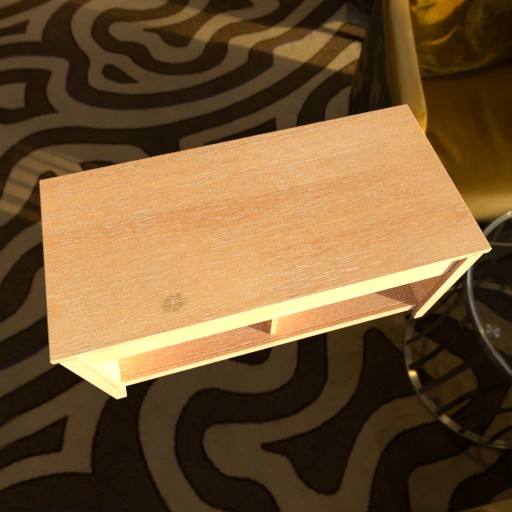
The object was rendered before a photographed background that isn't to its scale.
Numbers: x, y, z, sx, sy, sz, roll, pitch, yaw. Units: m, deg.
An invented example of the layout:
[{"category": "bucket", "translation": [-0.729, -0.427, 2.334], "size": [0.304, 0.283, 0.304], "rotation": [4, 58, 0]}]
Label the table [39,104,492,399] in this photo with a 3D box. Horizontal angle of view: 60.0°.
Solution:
[{"category": "table", "translation": [0.000, 0.000, 1.288], "size": [1.016, 0.457, 0.483], "rotation": [-14, 63, -7]}]
